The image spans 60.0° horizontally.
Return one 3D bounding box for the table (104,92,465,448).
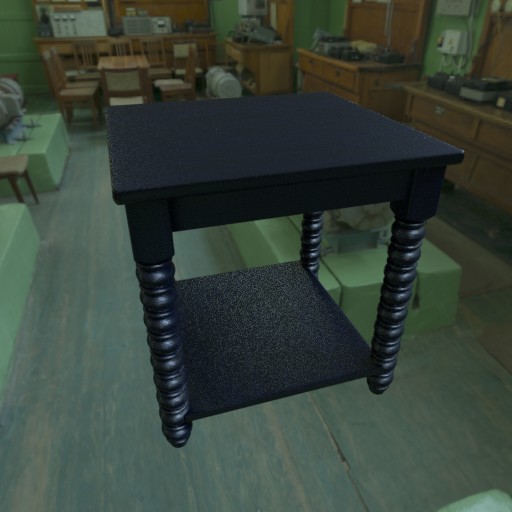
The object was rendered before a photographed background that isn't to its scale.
[{"bbox_3d":[0.000,0.000,0.968,0.533,0.567,0.500,-9,32,-15],"label":"table"}]
